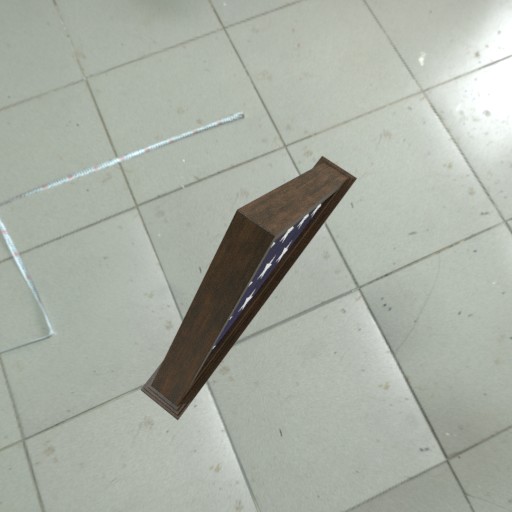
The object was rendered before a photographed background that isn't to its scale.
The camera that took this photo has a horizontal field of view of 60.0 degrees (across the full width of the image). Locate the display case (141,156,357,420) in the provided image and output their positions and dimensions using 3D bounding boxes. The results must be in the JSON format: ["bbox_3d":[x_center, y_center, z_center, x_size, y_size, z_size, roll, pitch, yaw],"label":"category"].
[{"bbox_3d":[0.000,0.000,0.781,0.095,0.340,0.640,35,77,9],"label":"display case"}]
